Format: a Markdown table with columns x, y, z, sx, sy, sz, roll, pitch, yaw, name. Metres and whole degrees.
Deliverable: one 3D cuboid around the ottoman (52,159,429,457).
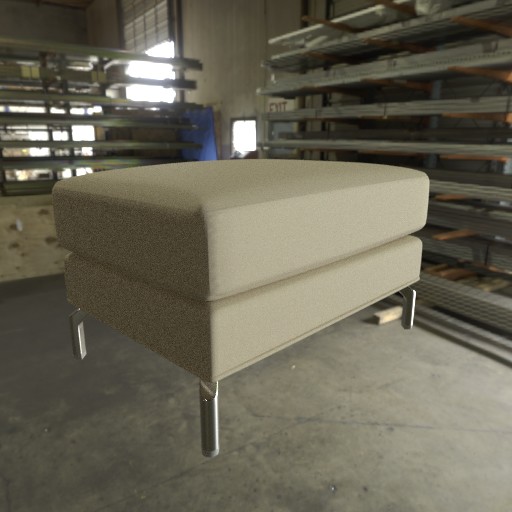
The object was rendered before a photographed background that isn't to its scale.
| x | y | z | sx | sy | sz | roll | pitch | yaw | name |
| --- | --- | --- | --- | --- | --- | --- | --- | --- | --- |
| 0.000 | 0.000 | 1.192 | 0.581 | 0.497 | 0.835 | 14 | 20 | 42 | ottoman |
